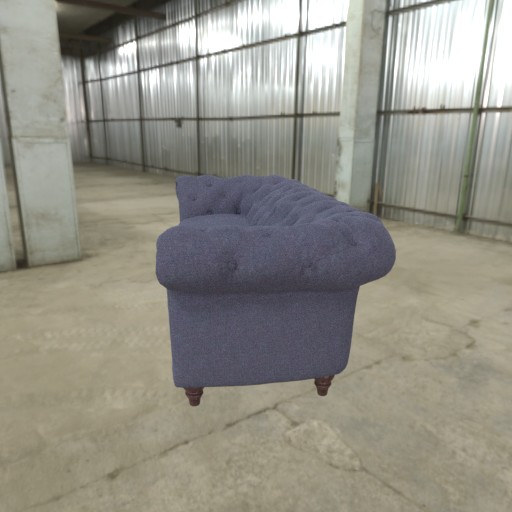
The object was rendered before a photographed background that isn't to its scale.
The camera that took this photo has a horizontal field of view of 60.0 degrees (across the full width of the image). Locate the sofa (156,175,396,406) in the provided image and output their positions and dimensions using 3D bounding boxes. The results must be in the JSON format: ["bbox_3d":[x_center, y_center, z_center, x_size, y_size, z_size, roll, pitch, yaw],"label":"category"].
[{"bbox_3d":[0.000,0.000,2.794,1.046,0.836,2.335,-2,16,-8],"label":"sofa"}]
